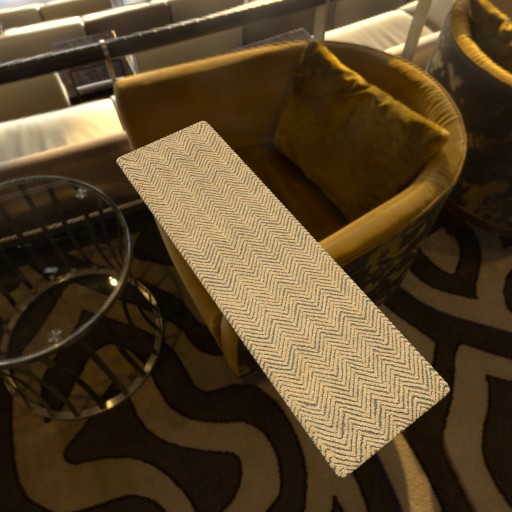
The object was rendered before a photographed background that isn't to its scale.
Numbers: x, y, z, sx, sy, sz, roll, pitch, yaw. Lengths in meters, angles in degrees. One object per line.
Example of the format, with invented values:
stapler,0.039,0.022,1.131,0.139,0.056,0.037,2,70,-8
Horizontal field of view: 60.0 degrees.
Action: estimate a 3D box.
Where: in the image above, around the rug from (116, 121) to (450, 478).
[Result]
rug,0.000,0.000,2.497,0.686,0.008,2.286,-30,62,-18
